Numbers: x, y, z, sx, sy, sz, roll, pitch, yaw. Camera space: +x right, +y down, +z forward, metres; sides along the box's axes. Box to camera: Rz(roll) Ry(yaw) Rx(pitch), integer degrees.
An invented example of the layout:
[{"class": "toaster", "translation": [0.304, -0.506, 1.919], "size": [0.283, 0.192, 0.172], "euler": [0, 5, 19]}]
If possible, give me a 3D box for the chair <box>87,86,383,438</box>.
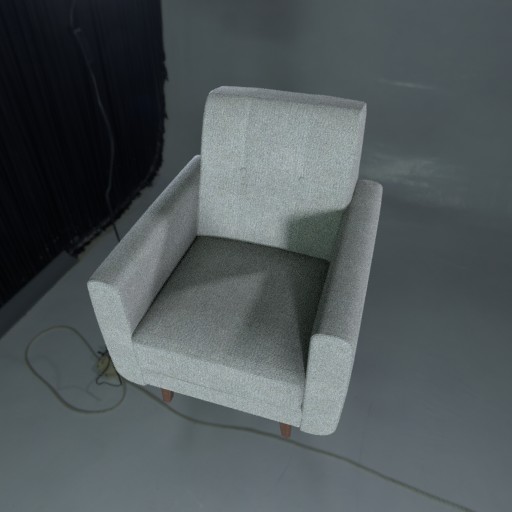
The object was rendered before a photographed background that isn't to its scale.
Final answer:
[{"class": "chair", "translation": [0.000, 0.000, 1.687], "size": [0.845, 0.968, 0.942], "euler": [11, 41, 13]}]
